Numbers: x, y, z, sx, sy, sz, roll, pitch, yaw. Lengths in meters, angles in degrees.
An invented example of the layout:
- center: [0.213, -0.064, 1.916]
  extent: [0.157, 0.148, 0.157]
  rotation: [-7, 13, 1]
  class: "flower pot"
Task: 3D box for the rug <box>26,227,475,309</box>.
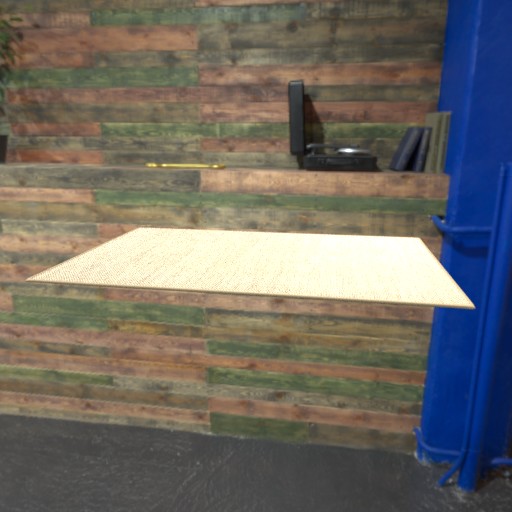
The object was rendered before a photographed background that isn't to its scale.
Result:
- center: [0.000, 0.000, 2.108]
  extent: [1.667, 0.013, 1.062]
  rotation: [3, 15, 10]
  class: "rug"
